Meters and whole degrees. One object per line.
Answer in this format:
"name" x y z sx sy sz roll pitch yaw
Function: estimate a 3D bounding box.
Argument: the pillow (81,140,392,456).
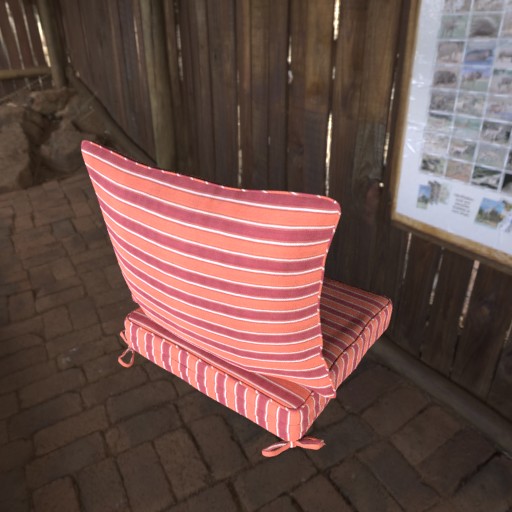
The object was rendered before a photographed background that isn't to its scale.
"pillow" 0.000 0.000 1.378 0.799 0.723 0.733 19 34 32
